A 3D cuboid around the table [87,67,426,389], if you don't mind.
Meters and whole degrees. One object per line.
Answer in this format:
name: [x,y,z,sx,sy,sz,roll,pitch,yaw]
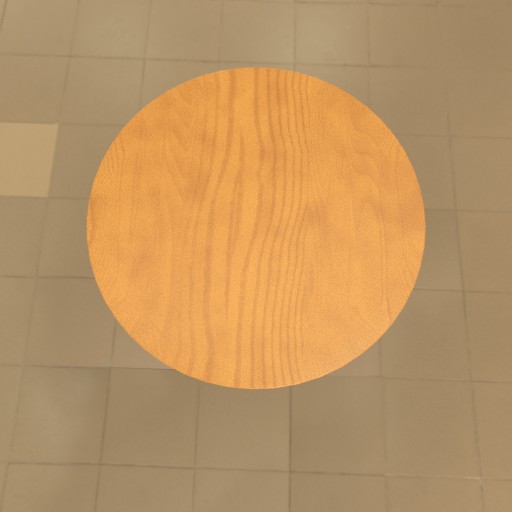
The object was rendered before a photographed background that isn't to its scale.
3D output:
table: [0.000,0.000,1.077,0.597,0.612,0.597,0,75,0]
